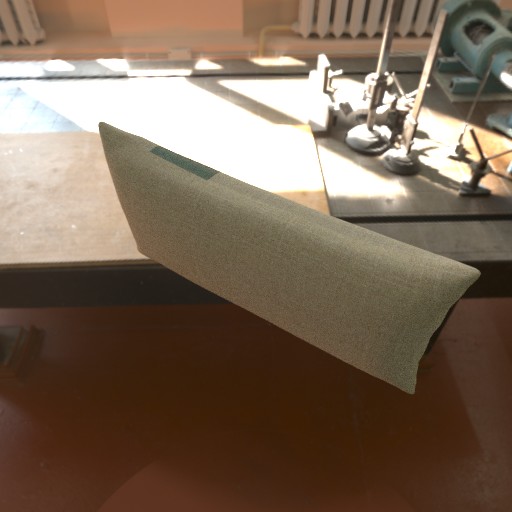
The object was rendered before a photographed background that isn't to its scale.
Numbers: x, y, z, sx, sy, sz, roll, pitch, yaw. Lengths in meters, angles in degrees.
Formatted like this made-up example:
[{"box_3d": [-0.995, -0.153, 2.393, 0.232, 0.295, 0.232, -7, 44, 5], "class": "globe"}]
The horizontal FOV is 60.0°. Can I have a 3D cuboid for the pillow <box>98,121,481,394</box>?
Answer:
[{"box_3d": [0.000, 0.000, 1.020, 0.859, 0.429, 0.197, 25, 52, 22], "class": "pillow"}]
